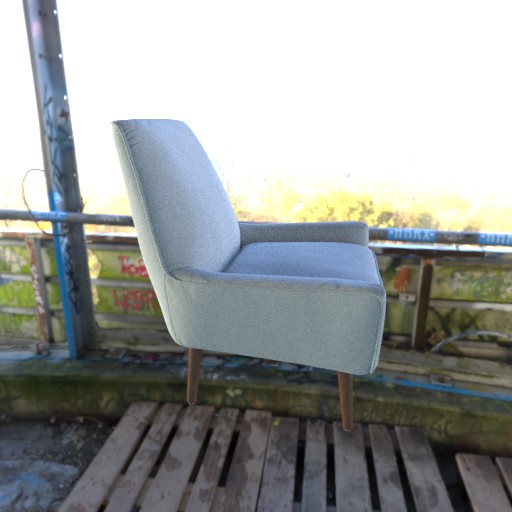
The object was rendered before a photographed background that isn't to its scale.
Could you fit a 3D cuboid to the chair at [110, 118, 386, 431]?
[{"bbox_3d":[0.000,0.000,1.495,0.822,0.888,0.787,3,17,10],"label":"chair"}]
